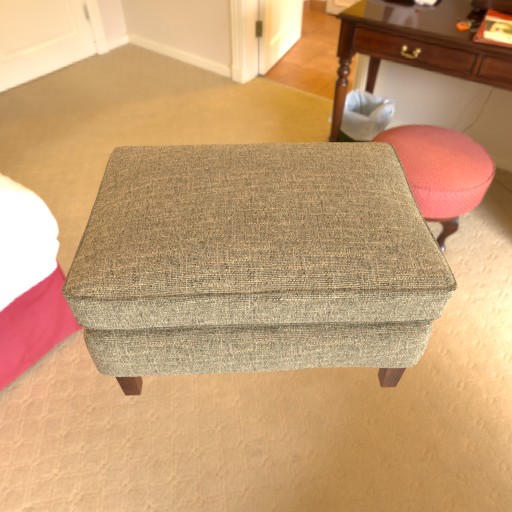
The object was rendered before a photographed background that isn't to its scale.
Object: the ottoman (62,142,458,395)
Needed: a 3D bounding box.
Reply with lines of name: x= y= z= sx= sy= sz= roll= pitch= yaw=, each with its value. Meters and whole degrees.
ottoman: x=0.000 y=0.000 z=0.998 sx=0.686 sy=0.406 sz=0.508 roll=-1 pitch=46 yaw=-1
